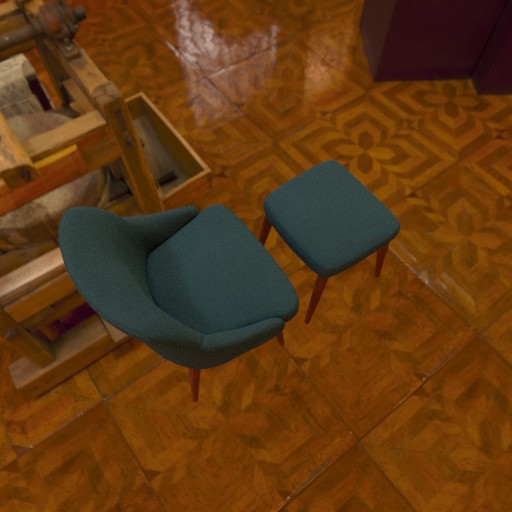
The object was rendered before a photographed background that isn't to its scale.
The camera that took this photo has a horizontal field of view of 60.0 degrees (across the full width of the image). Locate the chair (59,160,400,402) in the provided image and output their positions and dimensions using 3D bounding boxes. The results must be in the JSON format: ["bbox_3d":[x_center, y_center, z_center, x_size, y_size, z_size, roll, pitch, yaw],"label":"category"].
[{"bbox_3d":[0.000,0.000,1.619,1.114,0.866,0.584,-31,64,-17],"label":"chair"}]
